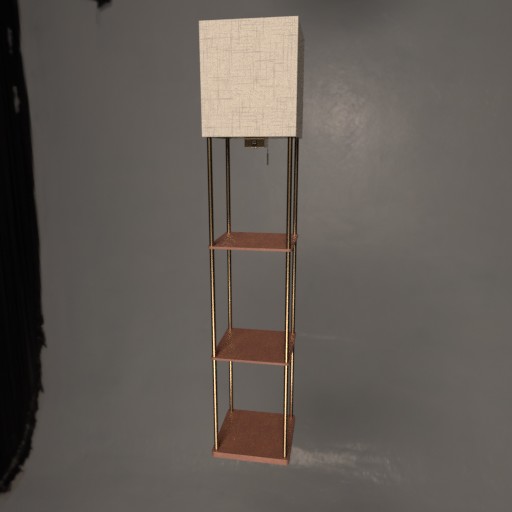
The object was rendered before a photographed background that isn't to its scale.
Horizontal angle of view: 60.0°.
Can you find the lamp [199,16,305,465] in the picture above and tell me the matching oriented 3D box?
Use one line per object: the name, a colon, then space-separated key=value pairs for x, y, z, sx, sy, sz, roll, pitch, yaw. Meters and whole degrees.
lamp: x=0.000 y=0.000 z=1.687 sx=0.310 sy=1.569 sz=0.308 roll=2 pitch=14 yaw=9
